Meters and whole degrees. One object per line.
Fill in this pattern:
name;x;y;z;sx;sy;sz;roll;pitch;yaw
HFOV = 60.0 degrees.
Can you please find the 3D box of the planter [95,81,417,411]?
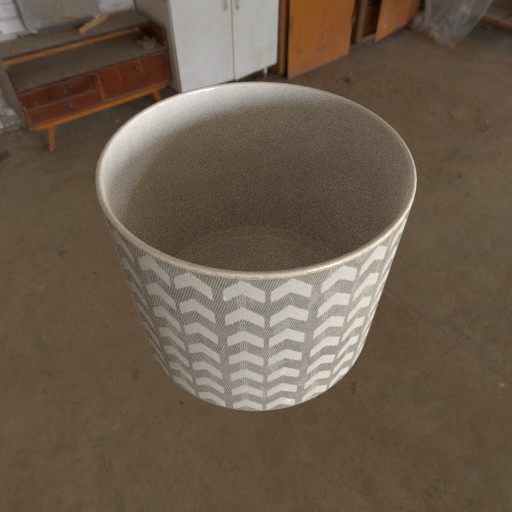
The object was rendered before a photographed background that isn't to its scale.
planter;0.000;0.000;0.336;0.190;0.181;0.190;0;48;0
